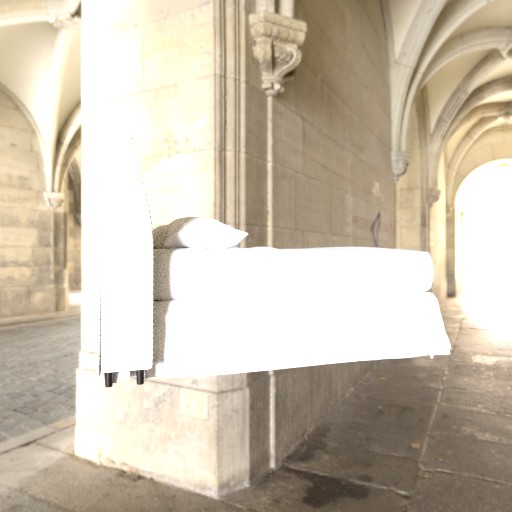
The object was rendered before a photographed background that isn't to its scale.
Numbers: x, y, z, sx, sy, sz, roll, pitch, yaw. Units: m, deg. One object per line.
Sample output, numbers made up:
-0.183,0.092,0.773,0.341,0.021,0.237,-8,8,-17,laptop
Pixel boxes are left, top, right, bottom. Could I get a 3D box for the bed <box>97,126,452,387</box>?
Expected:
0.000,0.000,3.438,2.276,1.332,1.925,0,0,-18,bed
